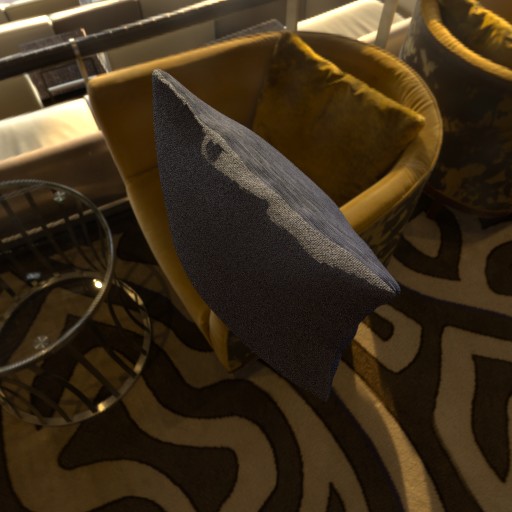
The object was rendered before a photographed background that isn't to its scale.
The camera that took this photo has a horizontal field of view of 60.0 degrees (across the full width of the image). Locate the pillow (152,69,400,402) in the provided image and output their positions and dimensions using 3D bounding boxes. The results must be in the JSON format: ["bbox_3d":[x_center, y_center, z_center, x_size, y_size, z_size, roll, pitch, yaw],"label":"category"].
[{"bbox_3d":[0.000,0.000,0.702,0.204,0.439,0.452,-33,64,-19],"label":"pillow"}]
